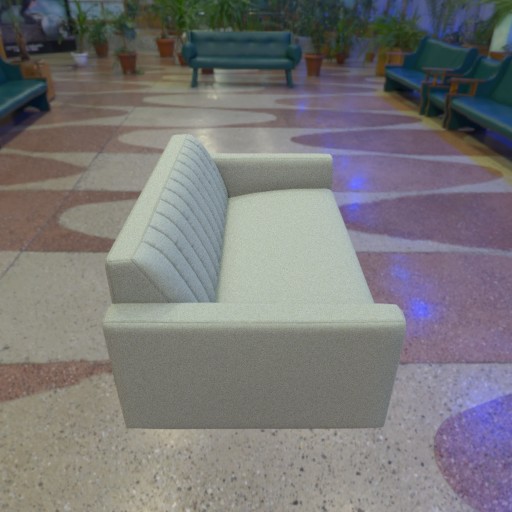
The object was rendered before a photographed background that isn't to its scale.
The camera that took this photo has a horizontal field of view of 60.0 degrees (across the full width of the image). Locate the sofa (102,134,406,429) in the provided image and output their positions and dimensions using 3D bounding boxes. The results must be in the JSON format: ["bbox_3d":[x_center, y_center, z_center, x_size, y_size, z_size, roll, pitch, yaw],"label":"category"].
[{"bbox_3d":[0.000,0.000,2.128,0.950,0.801,1.585,0,32,0],"label":"sofa"}]
